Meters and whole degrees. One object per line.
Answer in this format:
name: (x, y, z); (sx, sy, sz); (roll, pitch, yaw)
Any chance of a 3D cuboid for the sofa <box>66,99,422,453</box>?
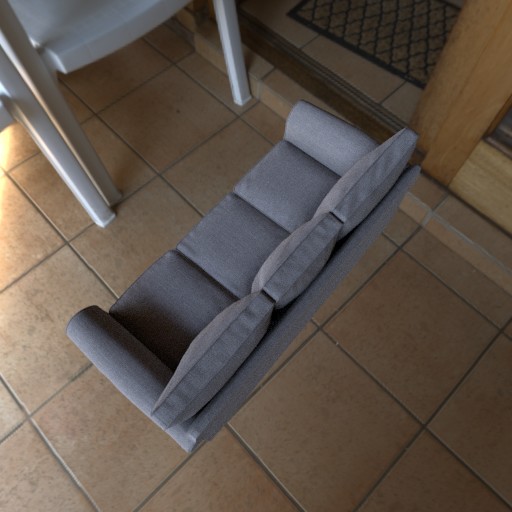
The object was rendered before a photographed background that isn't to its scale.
sofa: (0.000, 0.000, 2.650); (0.916, 0.961, 2.084); (37, 71, 16)
